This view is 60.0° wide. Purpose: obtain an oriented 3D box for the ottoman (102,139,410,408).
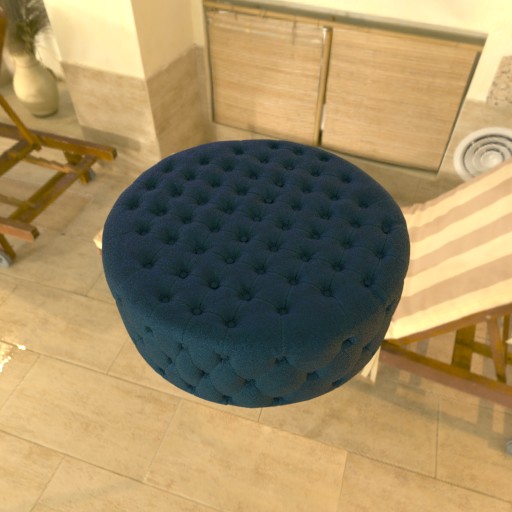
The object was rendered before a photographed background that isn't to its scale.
[{"bbox_3d":[0.000,0.000,1.548,0.998,0.398,0.998,0,47,0],"label":"ottoman"}]
